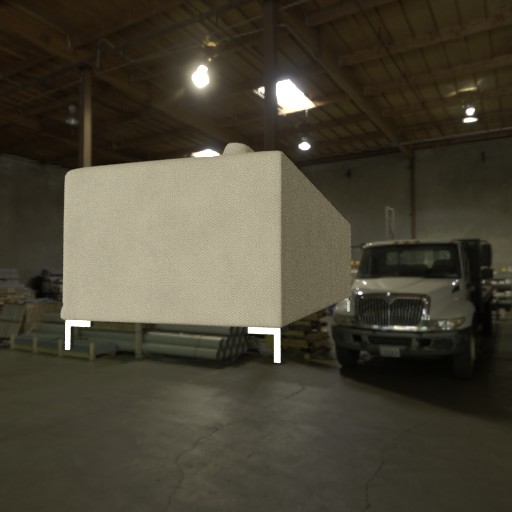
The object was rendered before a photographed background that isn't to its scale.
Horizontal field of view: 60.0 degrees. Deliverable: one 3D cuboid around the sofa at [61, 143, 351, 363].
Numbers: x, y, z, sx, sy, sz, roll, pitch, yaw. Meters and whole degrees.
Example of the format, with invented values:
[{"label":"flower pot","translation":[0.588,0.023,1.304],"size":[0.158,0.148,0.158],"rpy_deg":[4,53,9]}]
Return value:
[{"label":"sofa","translation":[0.000,0.000,2.858],"size":[0.969,0.867,2.415],"rpy_deg":[-1,-3,18]}]
